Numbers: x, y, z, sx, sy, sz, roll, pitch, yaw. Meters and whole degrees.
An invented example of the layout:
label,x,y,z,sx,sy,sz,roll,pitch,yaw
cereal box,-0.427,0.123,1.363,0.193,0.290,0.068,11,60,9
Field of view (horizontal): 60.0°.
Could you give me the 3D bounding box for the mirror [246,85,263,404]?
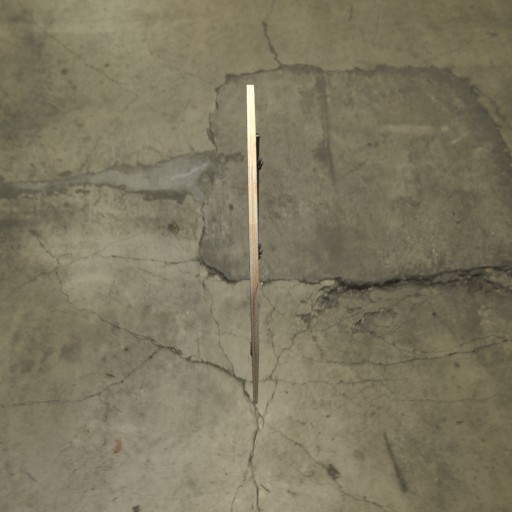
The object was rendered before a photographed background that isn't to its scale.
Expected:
label,x,y,z,sx,sy,sz,roll,pitch,yaw
mirror,0.000,0.000,1.149,0.032,0.915,0.609,-1,64,-1
